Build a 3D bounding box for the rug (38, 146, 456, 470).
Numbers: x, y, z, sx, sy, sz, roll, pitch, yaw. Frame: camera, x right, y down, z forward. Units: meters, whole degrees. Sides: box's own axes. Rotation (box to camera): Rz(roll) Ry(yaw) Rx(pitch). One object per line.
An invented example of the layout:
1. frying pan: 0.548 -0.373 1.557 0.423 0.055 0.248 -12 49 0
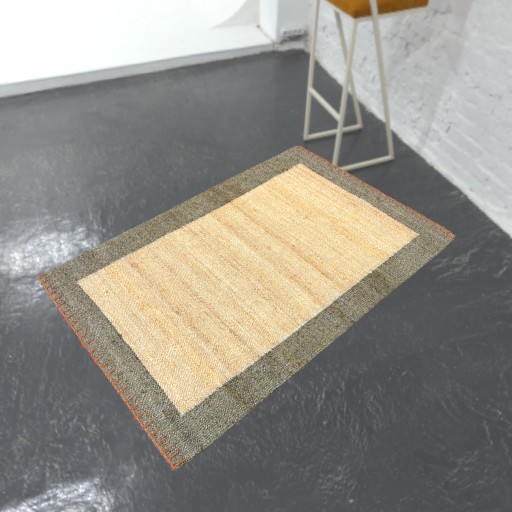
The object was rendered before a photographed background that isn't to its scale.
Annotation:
1. rug: 0.000 0.000 2.281 1.838 0.019 1.220 -32 54 -27
